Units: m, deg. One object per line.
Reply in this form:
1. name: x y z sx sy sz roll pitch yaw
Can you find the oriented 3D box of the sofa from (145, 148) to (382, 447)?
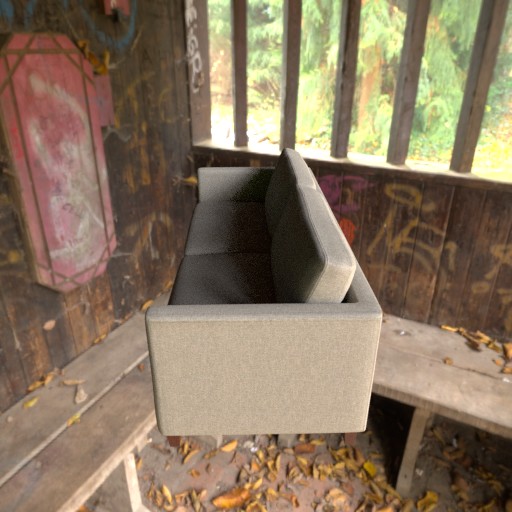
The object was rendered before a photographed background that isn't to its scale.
1. sofa: 0.000 0.000 2.780 0.956 0.963 2.208 -1 26 -1
